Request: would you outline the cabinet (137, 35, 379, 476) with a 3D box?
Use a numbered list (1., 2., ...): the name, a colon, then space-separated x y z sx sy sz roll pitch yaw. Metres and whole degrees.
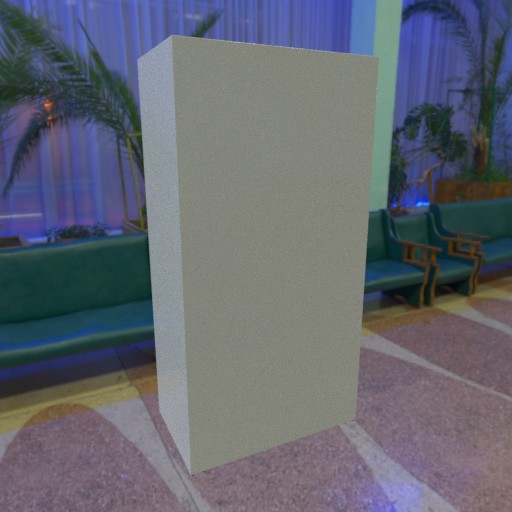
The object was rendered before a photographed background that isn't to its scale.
1. cabinet: 0.000 0.000 2.325 0.980 1.920 0.580 -7 16 -26
